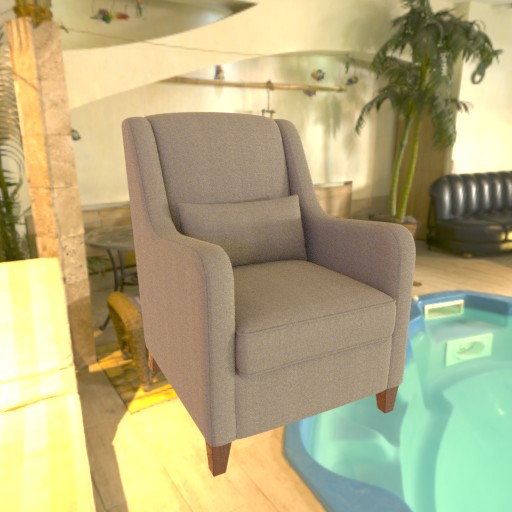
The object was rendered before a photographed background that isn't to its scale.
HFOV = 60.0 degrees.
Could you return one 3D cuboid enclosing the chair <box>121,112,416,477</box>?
[{"bbox_3d":[0.000,0.000,1.598,0.715,1.017,0.890,-8,17,-26],"label":"chair"}]
